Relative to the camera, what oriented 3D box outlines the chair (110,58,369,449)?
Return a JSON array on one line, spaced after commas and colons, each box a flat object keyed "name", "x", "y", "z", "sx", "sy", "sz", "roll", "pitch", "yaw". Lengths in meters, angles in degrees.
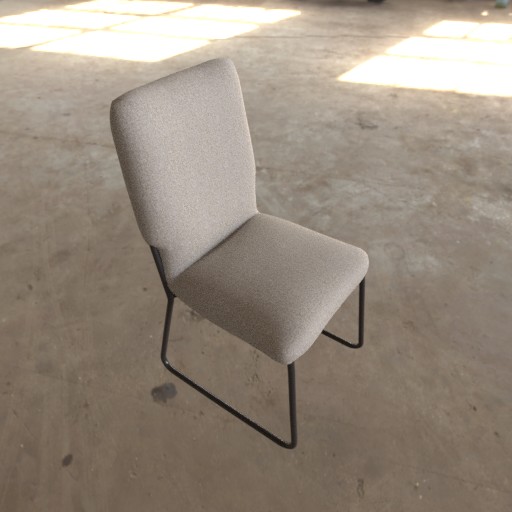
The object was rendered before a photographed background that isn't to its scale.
[{"name": "chair", "x": 0.000, "y": 0.000, "z": 1.195, "sx": 0.560, "sy": 0.864, "sz": 0.448, "roll": 24, "pitch": 46, "yaw": 26}]
